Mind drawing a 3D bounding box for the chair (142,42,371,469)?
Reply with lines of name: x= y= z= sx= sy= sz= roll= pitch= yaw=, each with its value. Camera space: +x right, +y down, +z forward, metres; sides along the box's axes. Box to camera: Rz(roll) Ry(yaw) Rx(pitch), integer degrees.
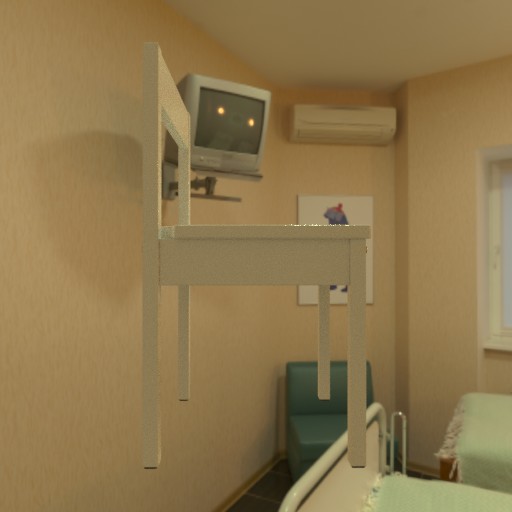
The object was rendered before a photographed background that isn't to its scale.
chair: x=0.000 y=0.000 z=0.870 sx=0.361 sy=0.668 sz=0.367 roll=0 pitch=0 yaw=0
